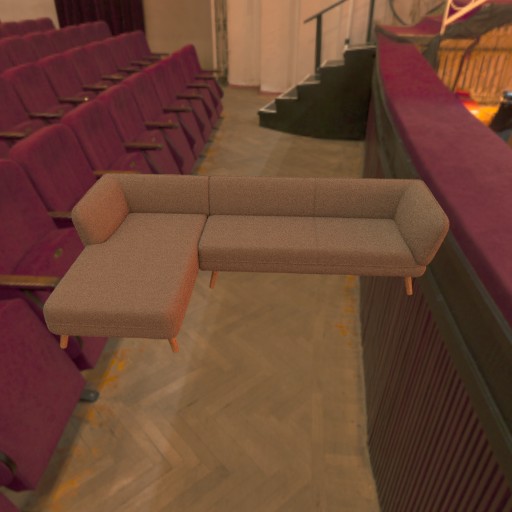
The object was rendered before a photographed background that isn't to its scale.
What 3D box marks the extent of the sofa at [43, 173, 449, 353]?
[{"bbox_3d":[0.000,0.000,3.210,2.653,0.693,1.532,2,31,3],"label":"sofa"}]
